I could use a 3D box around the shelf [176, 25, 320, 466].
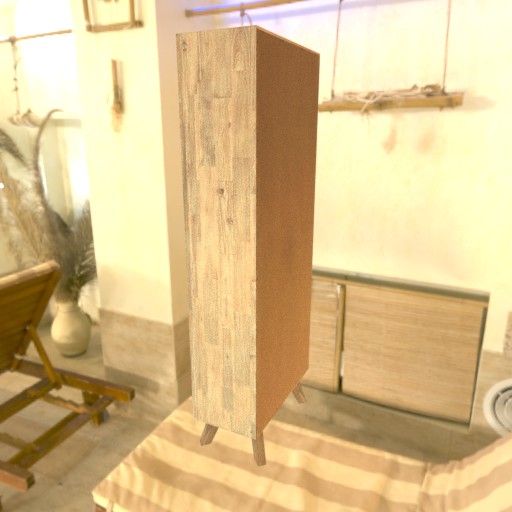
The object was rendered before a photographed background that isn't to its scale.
[{"bbox_3d":[0.000,0.000,1.540,0.267,1.342,0.491,8,18,25],"label":"shelf"}]
